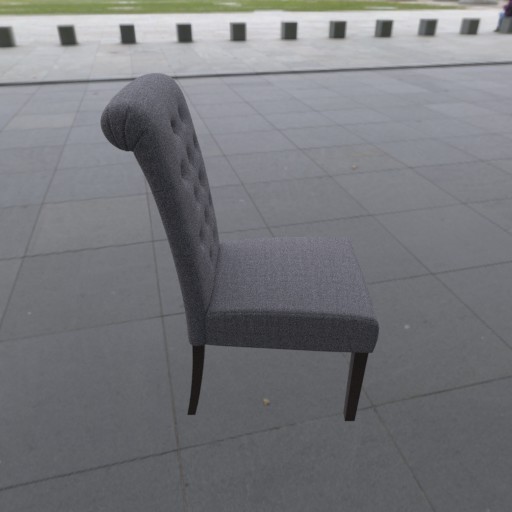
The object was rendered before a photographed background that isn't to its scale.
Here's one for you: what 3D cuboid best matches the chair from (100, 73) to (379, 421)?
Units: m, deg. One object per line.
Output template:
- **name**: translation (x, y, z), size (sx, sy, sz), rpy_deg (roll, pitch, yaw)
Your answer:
- **chair**: translation (0.000, 0.000, 1.344), size (0.671, 1.006, 0.456), rpy_deg (0, 31, 0)
